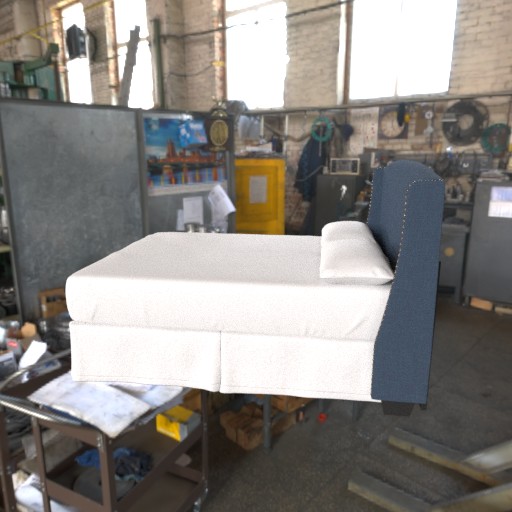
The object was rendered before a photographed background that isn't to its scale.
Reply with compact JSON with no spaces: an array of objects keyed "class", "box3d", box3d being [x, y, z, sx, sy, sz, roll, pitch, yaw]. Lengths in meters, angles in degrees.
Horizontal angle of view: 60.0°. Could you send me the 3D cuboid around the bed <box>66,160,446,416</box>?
[{"class":"bed","box3d":[0.000,0.000,3.315,2.237,1.407,1.710,2,14,8]}]
